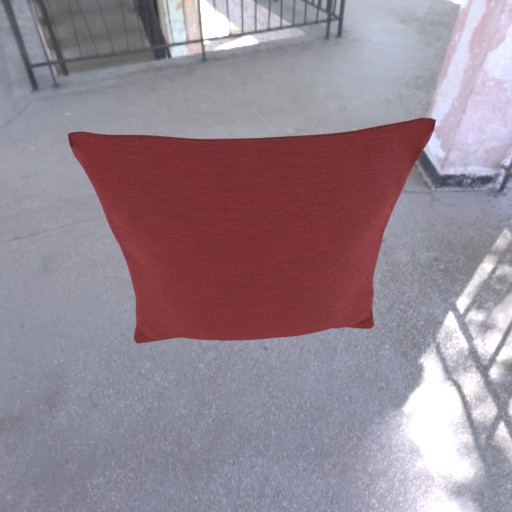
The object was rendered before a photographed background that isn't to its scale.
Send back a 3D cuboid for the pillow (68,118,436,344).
[{"bbox_3d":[0.000,0.000,0.655,0.435,0.416,0.151,-3,45,-3],"label":"pillow"}]
